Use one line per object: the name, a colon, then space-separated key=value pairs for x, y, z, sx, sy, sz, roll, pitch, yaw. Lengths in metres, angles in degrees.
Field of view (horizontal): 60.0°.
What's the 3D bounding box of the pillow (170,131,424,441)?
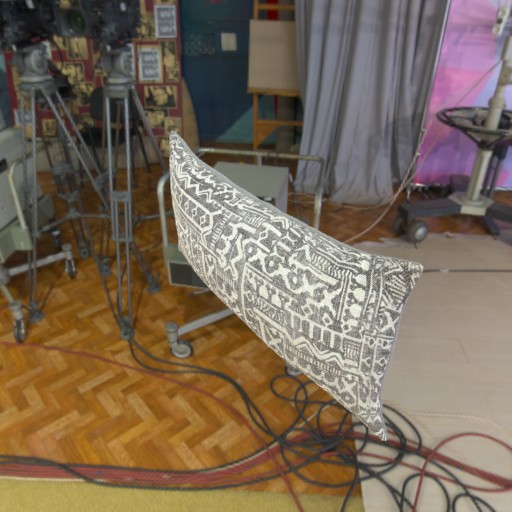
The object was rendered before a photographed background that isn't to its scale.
pillow: x=0.000 y=0.000 z=0.760 sx=0.148 sy=0.290 sz=0.631 roll=-21 pitch=38 yaw=-29
